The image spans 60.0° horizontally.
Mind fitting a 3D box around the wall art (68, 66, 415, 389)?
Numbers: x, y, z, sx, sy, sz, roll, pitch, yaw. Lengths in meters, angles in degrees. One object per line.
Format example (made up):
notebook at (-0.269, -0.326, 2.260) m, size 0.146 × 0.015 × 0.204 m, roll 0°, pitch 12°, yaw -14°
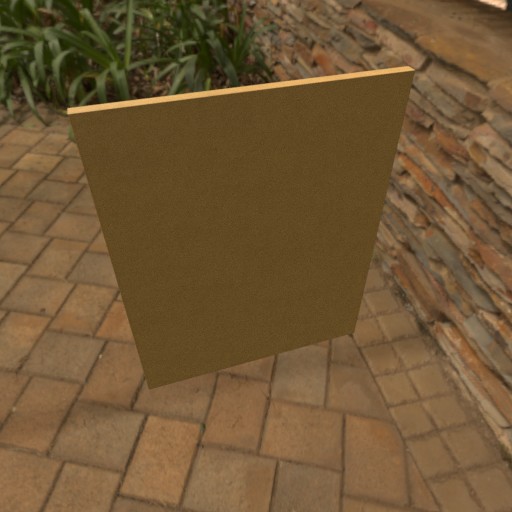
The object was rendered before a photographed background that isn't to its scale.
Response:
wall art at (0.000, 0.000, 1.318) m, size 0.798 × 1.002 × 0.030 m, roll -12°, pitch 43°, yaw -14°
